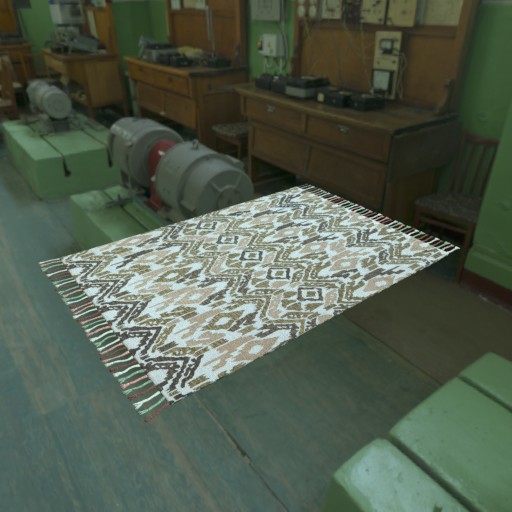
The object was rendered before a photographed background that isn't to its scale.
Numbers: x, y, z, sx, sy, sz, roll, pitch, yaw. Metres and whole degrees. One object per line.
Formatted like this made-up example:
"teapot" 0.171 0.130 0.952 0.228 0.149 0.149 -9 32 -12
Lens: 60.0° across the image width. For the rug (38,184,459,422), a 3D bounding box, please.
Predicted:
"rug" 0.000 0.000 2.277 1.829 0.008 1.219 -21 36 -32
